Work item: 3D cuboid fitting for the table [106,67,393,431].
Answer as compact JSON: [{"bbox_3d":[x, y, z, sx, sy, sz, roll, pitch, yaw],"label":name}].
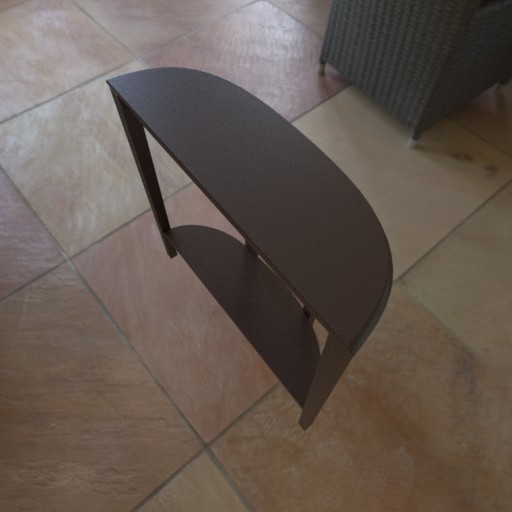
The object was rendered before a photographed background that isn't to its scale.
[{"bbox_3d":[0.000,0.000,1.327,0.274,0.831,0.909,-33,64,-18],"label":"table"}]
